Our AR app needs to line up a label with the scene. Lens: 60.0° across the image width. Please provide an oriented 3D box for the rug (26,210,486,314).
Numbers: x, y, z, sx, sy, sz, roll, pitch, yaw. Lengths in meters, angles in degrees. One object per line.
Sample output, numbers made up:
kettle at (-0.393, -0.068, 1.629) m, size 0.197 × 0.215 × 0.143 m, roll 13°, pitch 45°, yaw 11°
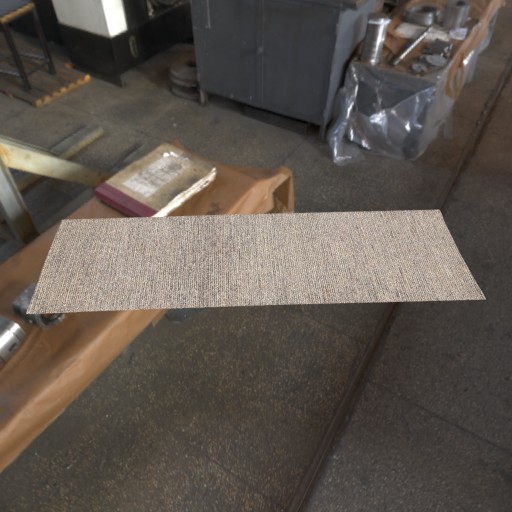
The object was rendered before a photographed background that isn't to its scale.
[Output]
rug at (0.000, 0.000, 2.480) m, size 2.335 × 0.013 × 0.697 m, roll -2°, pitch 47°, yaw -2°
